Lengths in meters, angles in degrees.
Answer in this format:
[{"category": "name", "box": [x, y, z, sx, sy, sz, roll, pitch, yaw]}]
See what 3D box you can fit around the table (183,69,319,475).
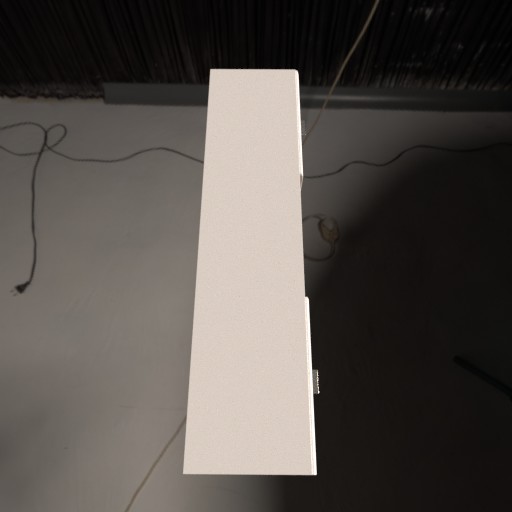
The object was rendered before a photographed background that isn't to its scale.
[{"category": "table", "box": [0.000, 0.000, 1.764, 0.400, 0.440, 1.550, 0, 65, 0]}]
